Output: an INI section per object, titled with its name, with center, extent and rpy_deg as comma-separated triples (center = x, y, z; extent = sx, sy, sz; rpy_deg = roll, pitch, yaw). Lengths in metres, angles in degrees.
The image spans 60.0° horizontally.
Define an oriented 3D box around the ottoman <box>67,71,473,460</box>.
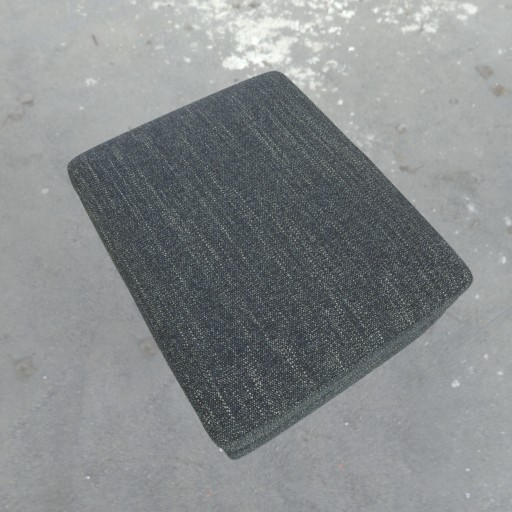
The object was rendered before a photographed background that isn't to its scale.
[ottoman]
center = 0.000, 0.000, 1.206
extent = 0.667, 0.491, 0.814
rpy_deg = -29, 66, -15
